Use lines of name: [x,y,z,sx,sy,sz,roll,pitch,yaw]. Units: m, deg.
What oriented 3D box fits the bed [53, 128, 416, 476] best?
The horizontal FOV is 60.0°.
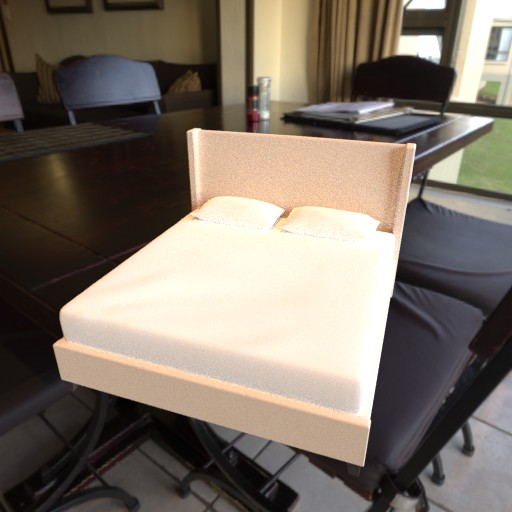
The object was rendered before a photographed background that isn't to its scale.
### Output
bed: [0.000,0.000,3.531,2.145,1.471,2.293,9,28,18]
